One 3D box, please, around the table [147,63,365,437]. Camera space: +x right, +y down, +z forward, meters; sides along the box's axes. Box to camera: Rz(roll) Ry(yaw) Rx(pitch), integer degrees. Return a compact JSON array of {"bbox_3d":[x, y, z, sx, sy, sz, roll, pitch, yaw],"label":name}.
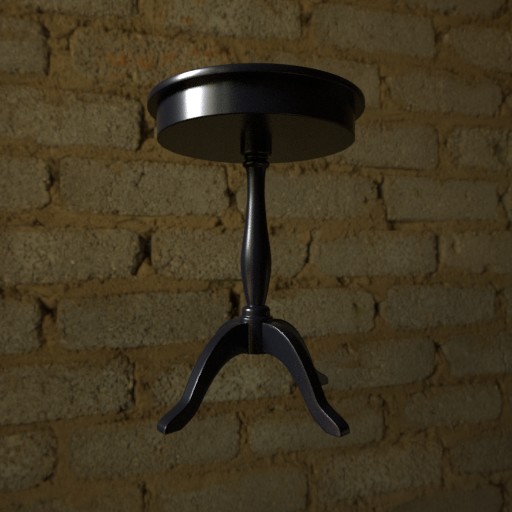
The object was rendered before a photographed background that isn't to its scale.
[{"bbox_3d":[0.000,0.000,0.997,0.481,0.665,0.481,0,0,0],"label":"table"}]
